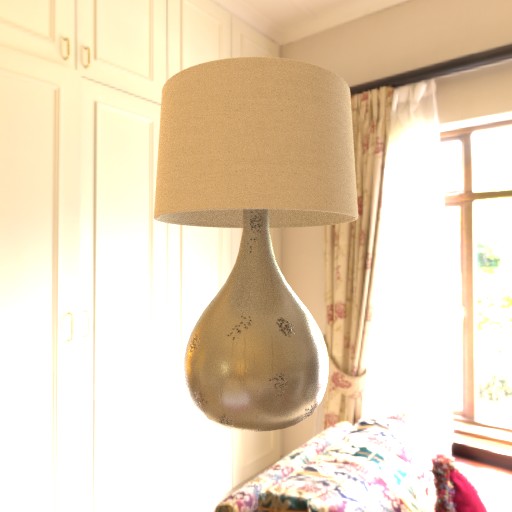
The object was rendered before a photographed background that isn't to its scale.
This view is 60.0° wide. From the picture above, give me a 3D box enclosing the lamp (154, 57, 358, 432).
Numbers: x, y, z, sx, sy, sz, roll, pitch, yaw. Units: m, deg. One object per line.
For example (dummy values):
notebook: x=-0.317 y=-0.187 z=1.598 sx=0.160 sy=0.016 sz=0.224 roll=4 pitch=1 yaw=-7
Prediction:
lamp: x=0.000 y=0.000 z=0.733 sx=0.330 sy=0.521 sz=0.330 roll=0 pitch=-1 yaw=0
